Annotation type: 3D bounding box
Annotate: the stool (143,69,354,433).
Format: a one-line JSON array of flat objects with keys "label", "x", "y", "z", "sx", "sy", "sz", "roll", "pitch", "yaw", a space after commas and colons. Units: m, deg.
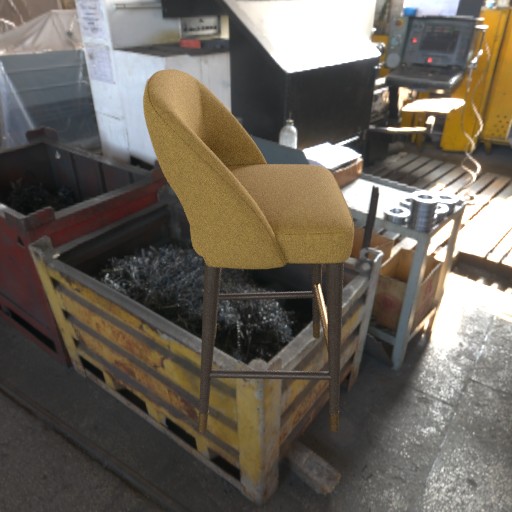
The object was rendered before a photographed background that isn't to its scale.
[{"label": "stool", "x": 0.000, "y": 0.000, "z": 1.335, "sx": 0.522, "sy": 1.032, "sz": 0.536, "roll": 0, "pitch": 31, "yaw": -1}]
